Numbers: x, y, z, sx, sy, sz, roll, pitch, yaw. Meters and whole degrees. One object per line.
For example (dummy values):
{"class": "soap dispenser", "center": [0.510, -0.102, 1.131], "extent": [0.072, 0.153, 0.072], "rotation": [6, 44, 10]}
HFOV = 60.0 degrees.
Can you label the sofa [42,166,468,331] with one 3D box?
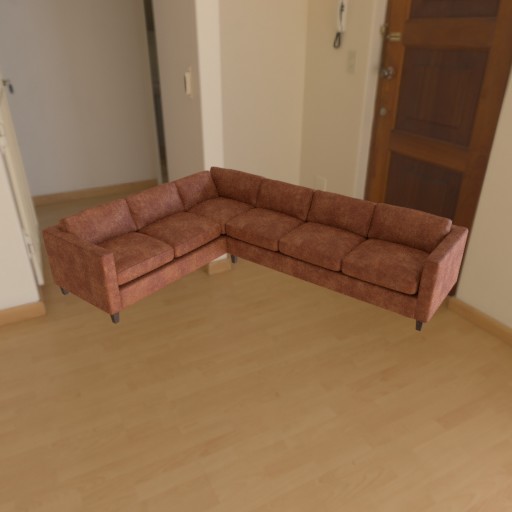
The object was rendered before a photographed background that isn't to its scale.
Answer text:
{"class": "sofa", "center": [0.000, 0.000, 4.237], "extent": [3.150, 0.838, 2.438], "rotation": [19, 33, 33]}
